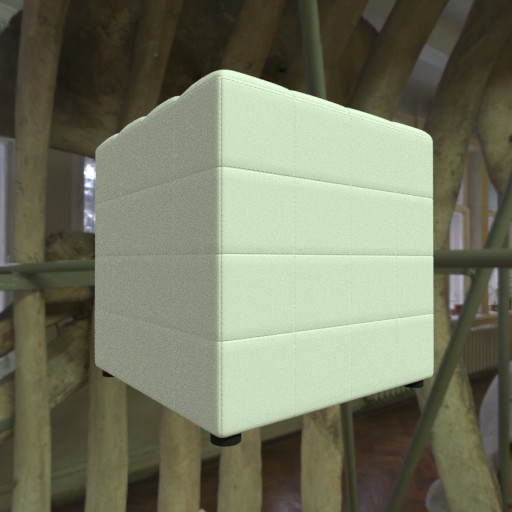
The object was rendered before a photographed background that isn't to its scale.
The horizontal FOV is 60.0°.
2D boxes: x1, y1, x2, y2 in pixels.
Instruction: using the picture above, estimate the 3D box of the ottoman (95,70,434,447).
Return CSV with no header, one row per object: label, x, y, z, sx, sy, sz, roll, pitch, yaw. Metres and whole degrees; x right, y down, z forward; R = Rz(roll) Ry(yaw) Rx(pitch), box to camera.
ottoman,0.000,0.000,0.775,0.425,0.432,0.425,0,-1,-38
